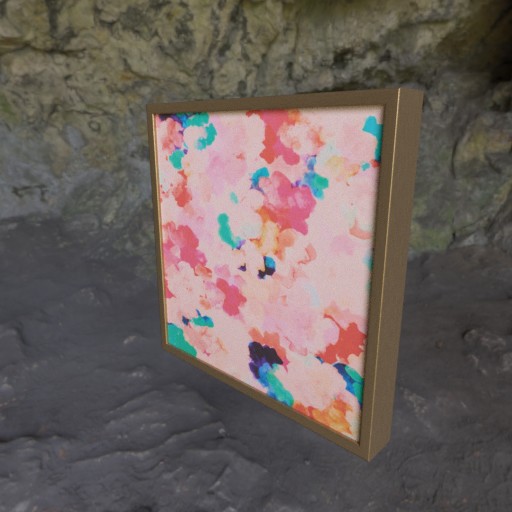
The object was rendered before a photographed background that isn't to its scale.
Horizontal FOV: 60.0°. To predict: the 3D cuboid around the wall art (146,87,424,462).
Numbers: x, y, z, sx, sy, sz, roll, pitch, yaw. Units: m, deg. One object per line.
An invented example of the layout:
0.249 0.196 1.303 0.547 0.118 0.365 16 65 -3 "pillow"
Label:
0.000 0.000 0.455 0.304 0.305 0.038 14 21 41 "wall art"
